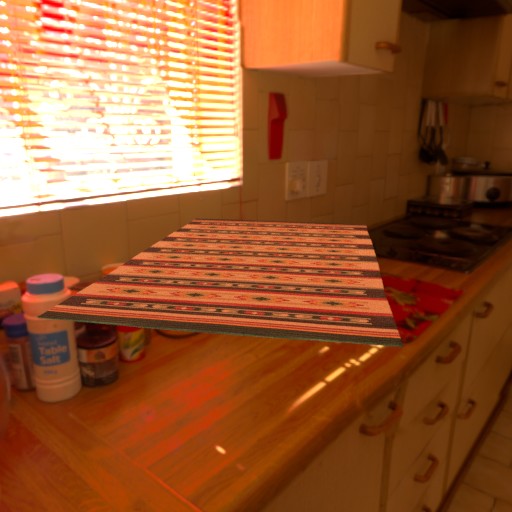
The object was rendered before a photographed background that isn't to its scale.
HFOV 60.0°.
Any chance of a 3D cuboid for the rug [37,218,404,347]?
[{"bbox_3d":[0.000,0.000,2.287,1.221,0.009,1.825,3,16,10],"label":"rug"}]
